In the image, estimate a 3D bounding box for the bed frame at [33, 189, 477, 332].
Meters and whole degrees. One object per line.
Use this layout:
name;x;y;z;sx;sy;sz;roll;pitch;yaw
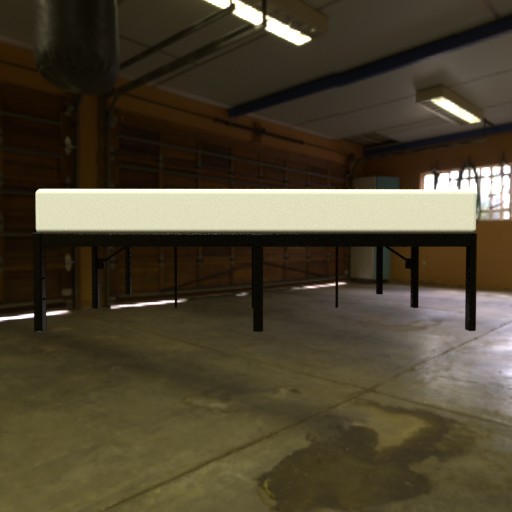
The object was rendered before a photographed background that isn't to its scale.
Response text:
bed frame;0.000;0.000;2.809;2.072;0.659;1.557;0;2;-1
